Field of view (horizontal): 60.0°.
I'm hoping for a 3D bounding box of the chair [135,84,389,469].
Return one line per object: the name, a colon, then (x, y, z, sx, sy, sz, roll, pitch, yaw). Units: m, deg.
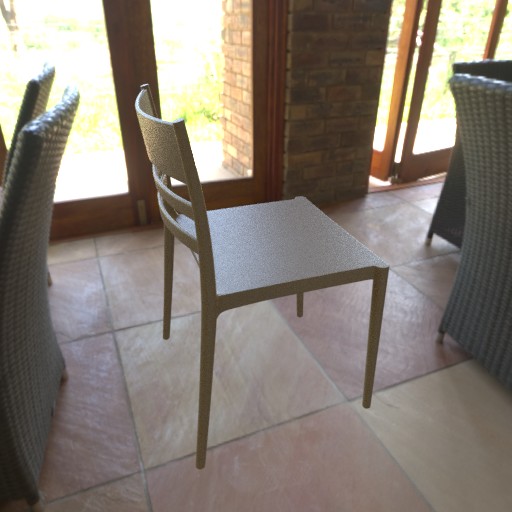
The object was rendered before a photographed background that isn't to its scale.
chair: (0.000, 0.000, 1.147, 0.511, 0.800, 0.531, -9, 30, -17)
